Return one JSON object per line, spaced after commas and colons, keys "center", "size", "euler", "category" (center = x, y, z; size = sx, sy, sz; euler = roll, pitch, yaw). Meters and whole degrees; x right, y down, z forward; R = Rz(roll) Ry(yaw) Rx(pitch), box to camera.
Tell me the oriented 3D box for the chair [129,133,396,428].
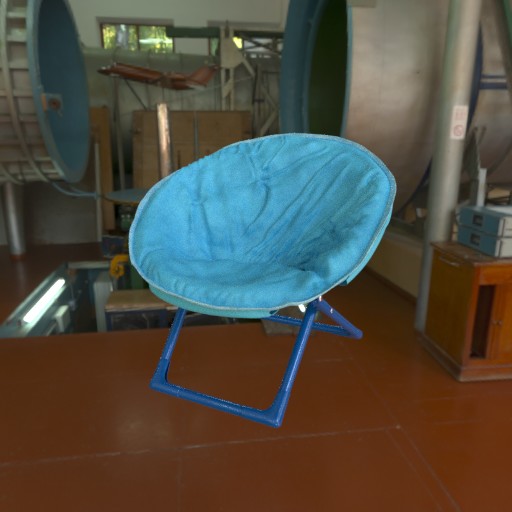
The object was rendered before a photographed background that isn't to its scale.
{"center": [0.000, 0.000, 0.898], "size": [0.520, 0.478, 0.465], "euler": [8, 17, 25], "category": "chair"}
